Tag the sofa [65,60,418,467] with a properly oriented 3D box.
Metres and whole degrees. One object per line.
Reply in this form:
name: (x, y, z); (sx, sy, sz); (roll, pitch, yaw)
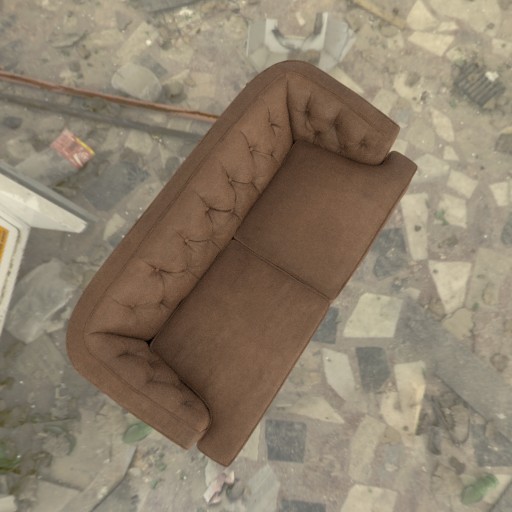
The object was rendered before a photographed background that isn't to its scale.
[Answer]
sofa: (0.000, 0.000, 2.218); (0.917, 0.799, 1.767); (33, 77, 9)
